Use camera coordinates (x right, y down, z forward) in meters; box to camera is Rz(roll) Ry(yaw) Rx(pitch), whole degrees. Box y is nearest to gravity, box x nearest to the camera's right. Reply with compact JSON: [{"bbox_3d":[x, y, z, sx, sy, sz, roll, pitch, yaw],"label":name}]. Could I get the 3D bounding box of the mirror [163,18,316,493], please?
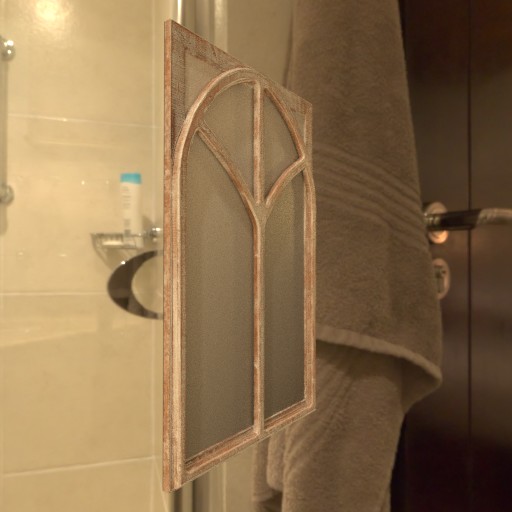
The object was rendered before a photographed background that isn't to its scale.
[{"bbox_3d":[0.000,0.000,0.934,0.058,0.787,0.495,-1,-1,35],"label":"mirror"}]
